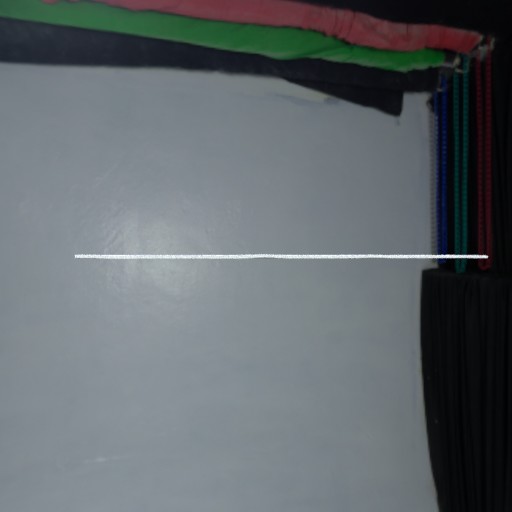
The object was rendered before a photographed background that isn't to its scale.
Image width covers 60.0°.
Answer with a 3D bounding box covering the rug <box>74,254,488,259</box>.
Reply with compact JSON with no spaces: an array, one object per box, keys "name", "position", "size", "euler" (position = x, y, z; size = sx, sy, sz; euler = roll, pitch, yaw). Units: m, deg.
[{"name":"rug","position":[0.000,0.000,0.902],"size":[0.639,0.006,0.548],"euler":[0,0,-17]}]
